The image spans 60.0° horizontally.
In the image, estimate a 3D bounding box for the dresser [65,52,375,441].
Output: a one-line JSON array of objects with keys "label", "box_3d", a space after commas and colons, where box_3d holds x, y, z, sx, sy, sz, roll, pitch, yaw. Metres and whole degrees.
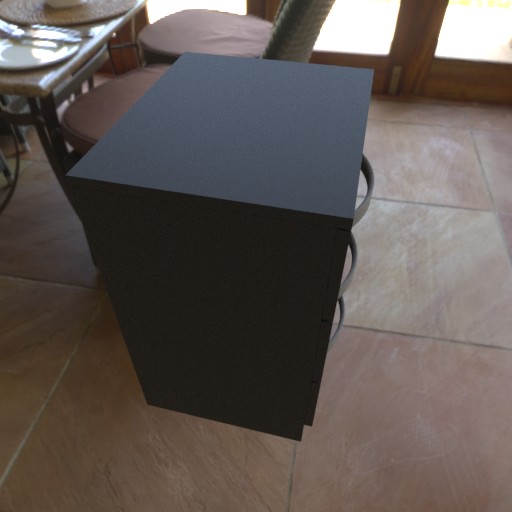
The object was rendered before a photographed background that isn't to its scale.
[{"label": "dresser", "box_3d": [0.000, 0.000, 0.821, 0.360, 0.560, 0.400, 10, 45, 10]}]
